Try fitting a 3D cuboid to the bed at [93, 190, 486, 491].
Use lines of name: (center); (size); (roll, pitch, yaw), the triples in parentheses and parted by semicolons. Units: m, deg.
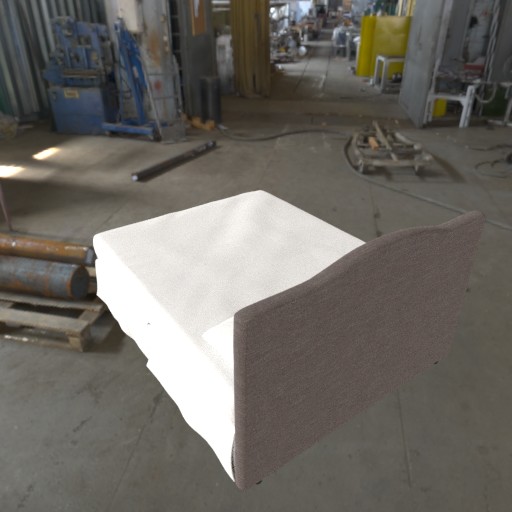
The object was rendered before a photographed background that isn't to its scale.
bed: (0.000, 0.000, 3.816); (2.161, 1.457, 2.689); (-20, 35, -30)
